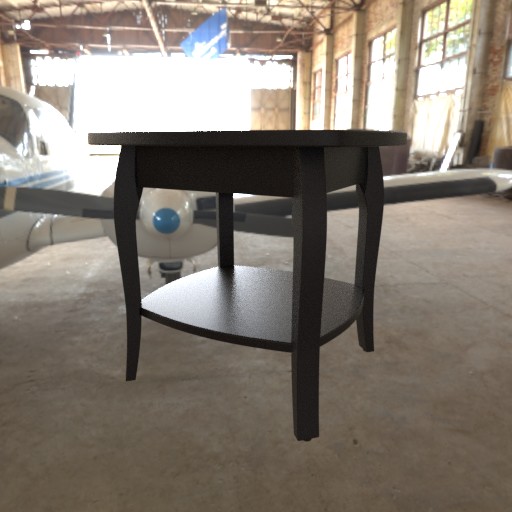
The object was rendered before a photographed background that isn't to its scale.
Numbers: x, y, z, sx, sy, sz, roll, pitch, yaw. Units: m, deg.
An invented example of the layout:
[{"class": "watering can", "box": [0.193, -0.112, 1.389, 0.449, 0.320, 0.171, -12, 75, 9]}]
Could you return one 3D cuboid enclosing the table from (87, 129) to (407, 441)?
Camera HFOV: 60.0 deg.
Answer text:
[{"class": "table", "box": [0.000, 0.000, 0.853, 0.508, 0.457, 0.457, 8, 17, 28]}]
